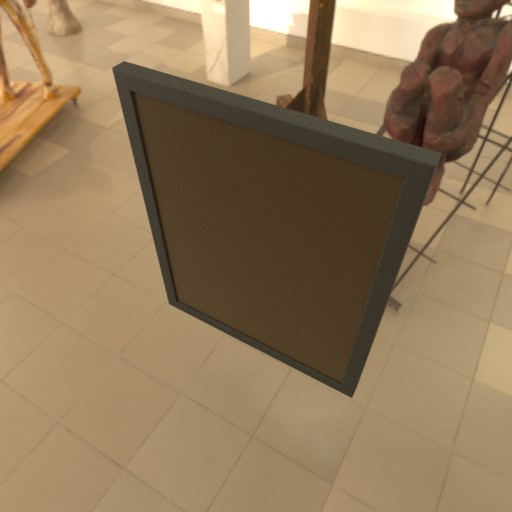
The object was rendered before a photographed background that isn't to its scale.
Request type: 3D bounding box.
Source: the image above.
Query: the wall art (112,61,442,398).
[{"bbox_3d":[0.000,0.000,0.760,0.457,0.558,0.028,23,52,20],"label":"wall art"}]
